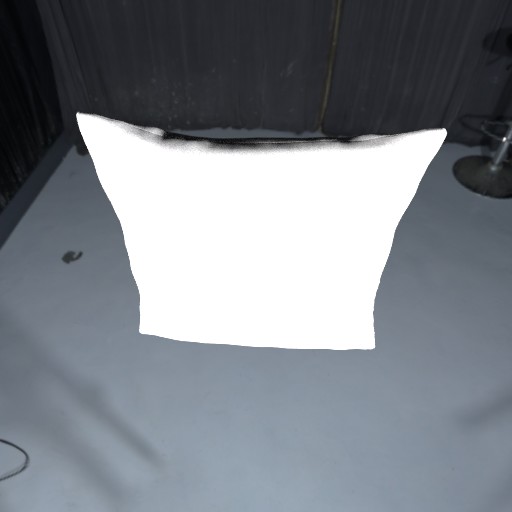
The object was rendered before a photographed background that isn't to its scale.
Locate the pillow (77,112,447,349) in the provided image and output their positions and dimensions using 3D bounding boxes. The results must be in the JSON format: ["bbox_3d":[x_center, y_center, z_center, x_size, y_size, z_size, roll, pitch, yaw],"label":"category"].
[{"bbox_3d":[0.000,0.000,0.666,0.433,0.436,0.173,3,47,3],"label":"pillow"}]
